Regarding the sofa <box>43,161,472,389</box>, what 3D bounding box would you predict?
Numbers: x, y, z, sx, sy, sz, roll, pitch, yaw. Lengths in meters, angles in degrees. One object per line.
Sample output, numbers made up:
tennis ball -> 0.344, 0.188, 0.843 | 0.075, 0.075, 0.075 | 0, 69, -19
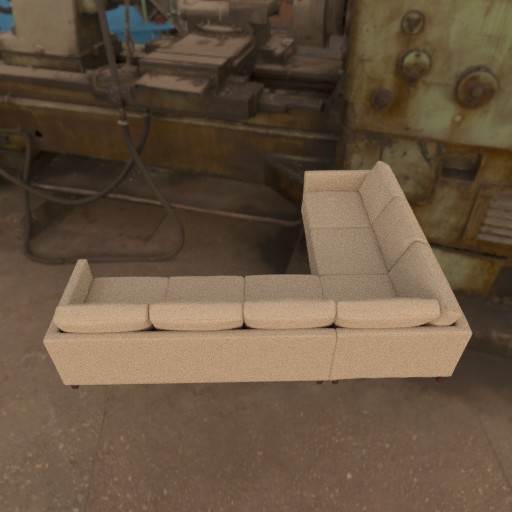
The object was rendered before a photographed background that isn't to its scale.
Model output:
sofa -> 0.000, 0.000, 4.322 | 3.182, 0.863, 2.432 | -1, 41, -1
